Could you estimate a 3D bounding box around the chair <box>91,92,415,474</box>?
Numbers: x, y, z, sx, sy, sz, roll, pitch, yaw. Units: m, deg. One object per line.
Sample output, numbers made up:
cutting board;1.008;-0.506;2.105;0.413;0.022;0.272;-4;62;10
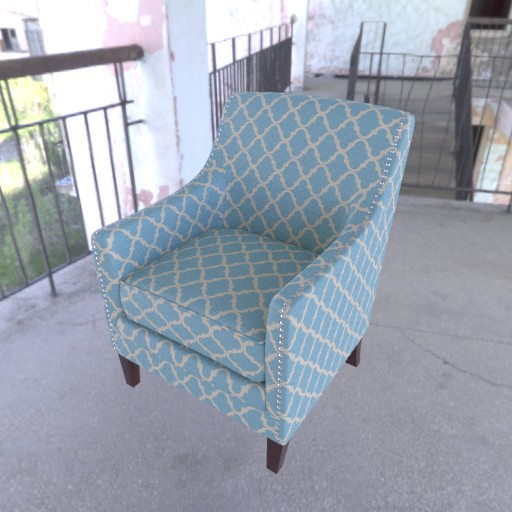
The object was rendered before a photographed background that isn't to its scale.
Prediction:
chair;0.000;0.000;1.317;0.617;0.817;0.686;18;34;29
